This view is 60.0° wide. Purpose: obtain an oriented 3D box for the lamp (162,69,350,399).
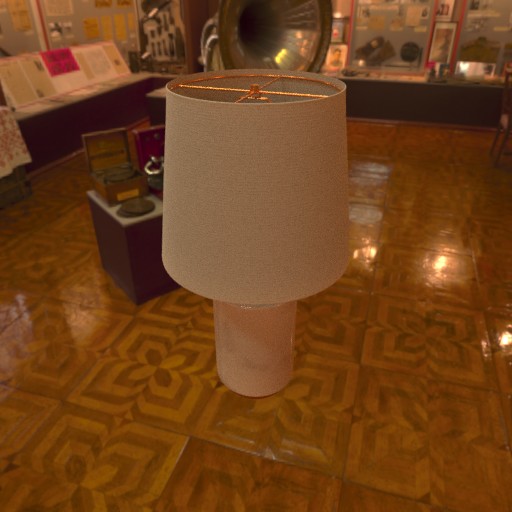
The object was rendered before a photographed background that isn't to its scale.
[{"bbox_3d":[0.000,0.000,0.460,0.189,0.340,0.189,0,31,0],"label":"lamp"}]
